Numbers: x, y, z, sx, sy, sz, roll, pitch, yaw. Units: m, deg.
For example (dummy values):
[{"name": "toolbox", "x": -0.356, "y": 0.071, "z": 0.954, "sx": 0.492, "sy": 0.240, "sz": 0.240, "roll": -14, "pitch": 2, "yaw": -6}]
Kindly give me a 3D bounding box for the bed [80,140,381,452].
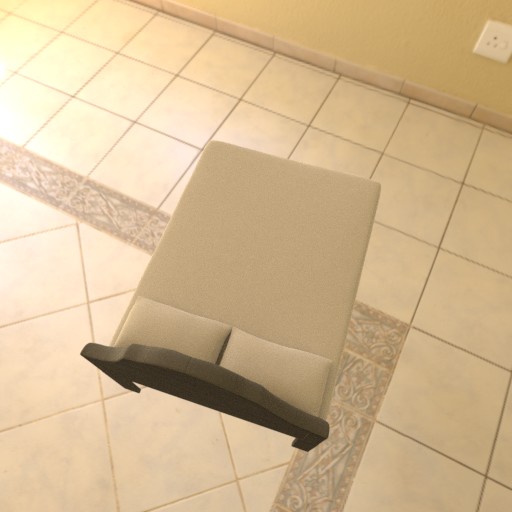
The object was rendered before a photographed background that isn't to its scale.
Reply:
[{"name": "bed", "x": 0.000, "y": 0.000, "z": 3.227, "sx": 1.636, "sy": 1.575, "sz": 2.155, "roll": 16, "pitch": 64, "yaw": 8}]
